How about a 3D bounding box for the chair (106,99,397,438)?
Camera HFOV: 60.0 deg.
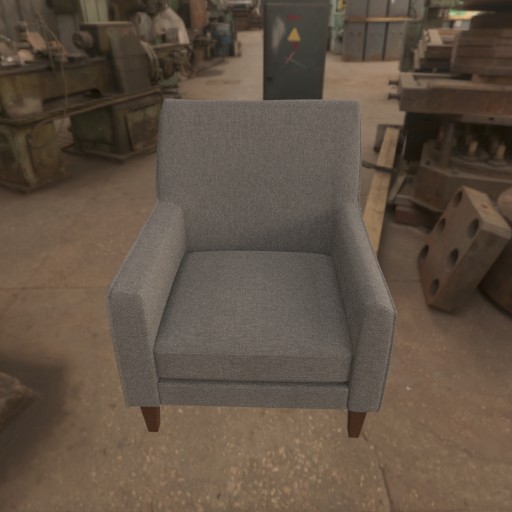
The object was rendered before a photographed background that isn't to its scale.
[{"bbox_3d":[0.000,0.000,1.579,0.780,0.919,0.899,1,30,2],"label":"chair"}]
